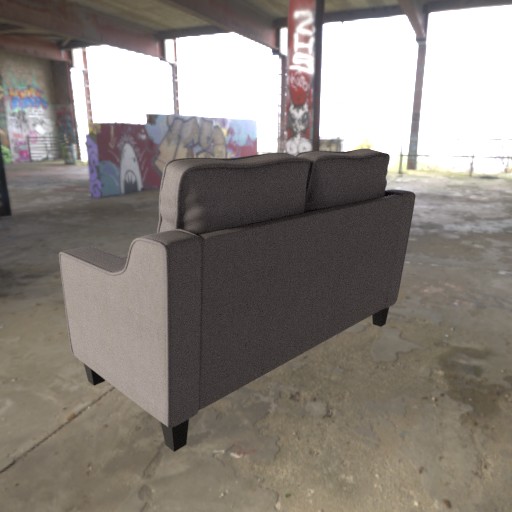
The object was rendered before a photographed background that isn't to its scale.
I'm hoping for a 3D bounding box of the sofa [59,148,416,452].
[{"bbox_3d":[0.000,0.000,2.042,0.791,0.948,1.500,15,22,42],"label":"sofa"}]
